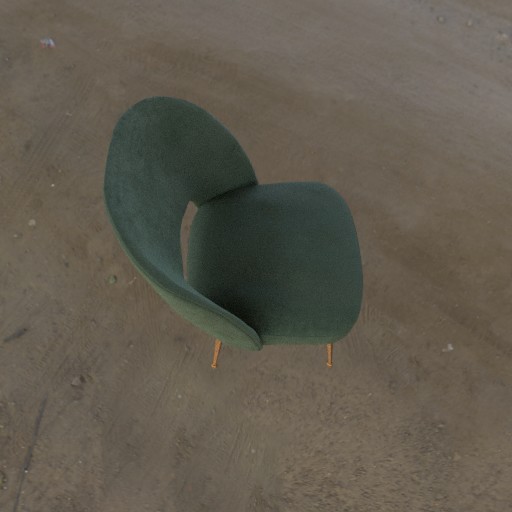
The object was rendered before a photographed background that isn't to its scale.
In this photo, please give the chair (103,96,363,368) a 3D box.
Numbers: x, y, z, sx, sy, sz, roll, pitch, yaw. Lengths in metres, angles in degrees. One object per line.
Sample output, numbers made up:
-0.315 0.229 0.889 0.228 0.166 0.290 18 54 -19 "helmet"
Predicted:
0.000 0.000 1.233 0.577 0.860 0.527 -1 62 0 "chair"
